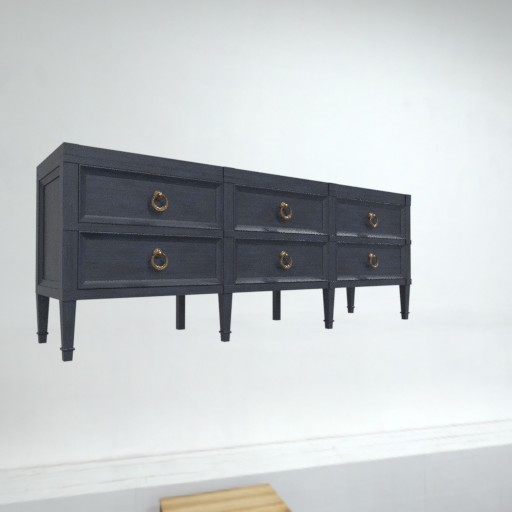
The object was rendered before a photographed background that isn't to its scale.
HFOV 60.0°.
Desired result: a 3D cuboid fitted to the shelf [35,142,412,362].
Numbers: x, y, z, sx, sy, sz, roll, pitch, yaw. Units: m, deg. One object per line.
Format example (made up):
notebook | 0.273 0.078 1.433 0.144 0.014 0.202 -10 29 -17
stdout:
shelf | 0.000 0.000 2.169 1.878 0.715 0.471 1 -1 -36
